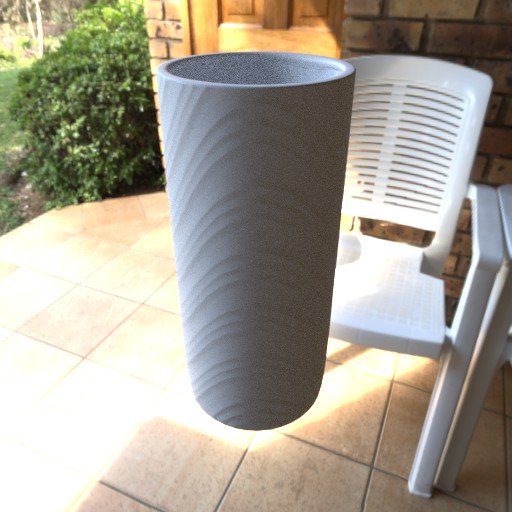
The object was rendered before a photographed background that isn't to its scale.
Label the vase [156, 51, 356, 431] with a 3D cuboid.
[{"bbox_3d":[0.000,0.000,0.394,0.143,0.316,0.143,0,33,0],"label":"vase"}]
